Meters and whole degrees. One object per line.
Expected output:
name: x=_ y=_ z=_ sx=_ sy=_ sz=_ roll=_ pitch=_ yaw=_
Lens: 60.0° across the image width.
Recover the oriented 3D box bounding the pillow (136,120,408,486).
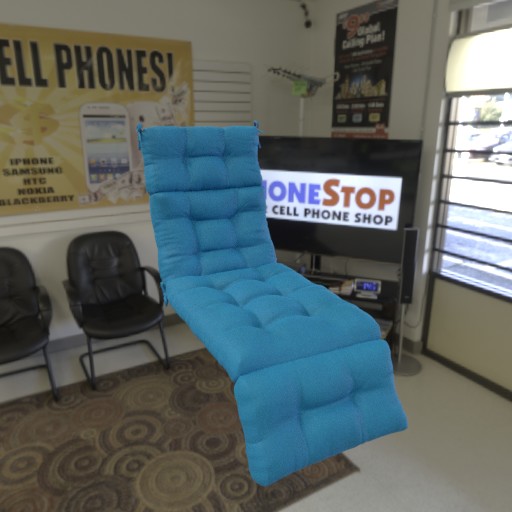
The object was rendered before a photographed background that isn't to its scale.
pillow: x=0.000 y=0.000 z=1.464 sx=0.526 sy=0.863 sz=1.016 roll=-8 pitch=19 yaw=-26
